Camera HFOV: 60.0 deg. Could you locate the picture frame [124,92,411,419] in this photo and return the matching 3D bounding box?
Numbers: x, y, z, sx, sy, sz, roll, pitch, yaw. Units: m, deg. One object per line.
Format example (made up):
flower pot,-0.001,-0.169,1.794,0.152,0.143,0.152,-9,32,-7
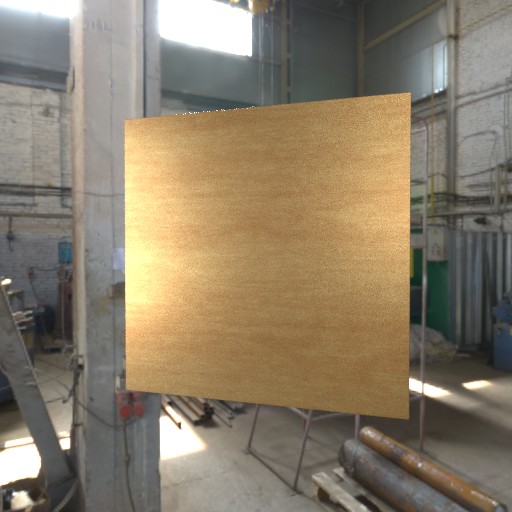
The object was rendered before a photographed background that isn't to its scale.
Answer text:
picture frame,0.000,0.000,1.155,0.758,0.761,0.037,0,1,17
